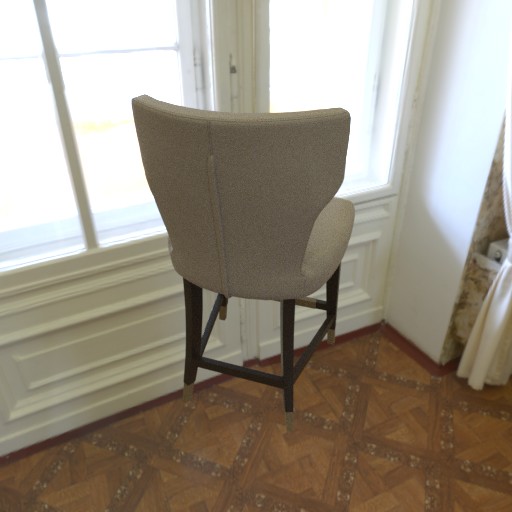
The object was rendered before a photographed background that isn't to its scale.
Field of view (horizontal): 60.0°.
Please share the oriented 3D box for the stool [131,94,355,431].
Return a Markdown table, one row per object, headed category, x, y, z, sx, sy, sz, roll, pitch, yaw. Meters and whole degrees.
| category | x | y | z | sx | sy | sz | roll | pitch | yaw |
| --- | --- | --- | --- | --- | --- | --- | --- | --- | --- |
| stool | 0.000 | 0.000 | 1.362 | 0.527 | 0.982 | 0.563 | 10 | 32 | 16 |
